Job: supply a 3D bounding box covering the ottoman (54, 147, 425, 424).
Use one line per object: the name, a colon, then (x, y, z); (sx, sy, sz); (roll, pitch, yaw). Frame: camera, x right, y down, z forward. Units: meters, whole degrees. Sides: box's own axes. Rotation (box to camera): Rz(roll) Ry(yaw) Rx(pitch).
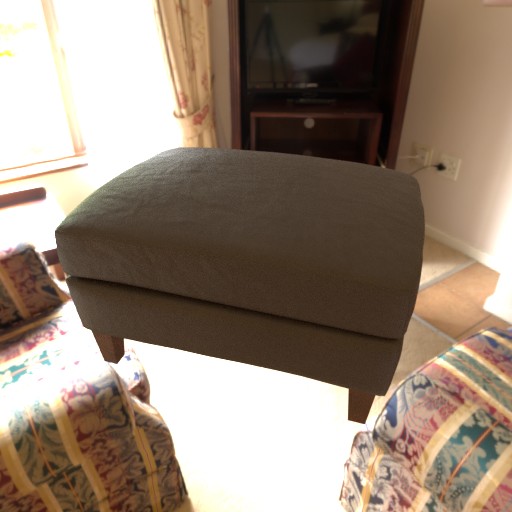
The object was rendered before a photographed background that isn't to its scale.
ottoman: (0.000, 0.000, 1.311); (0.887, 0.529, 0.659); (9, 33, 14)
